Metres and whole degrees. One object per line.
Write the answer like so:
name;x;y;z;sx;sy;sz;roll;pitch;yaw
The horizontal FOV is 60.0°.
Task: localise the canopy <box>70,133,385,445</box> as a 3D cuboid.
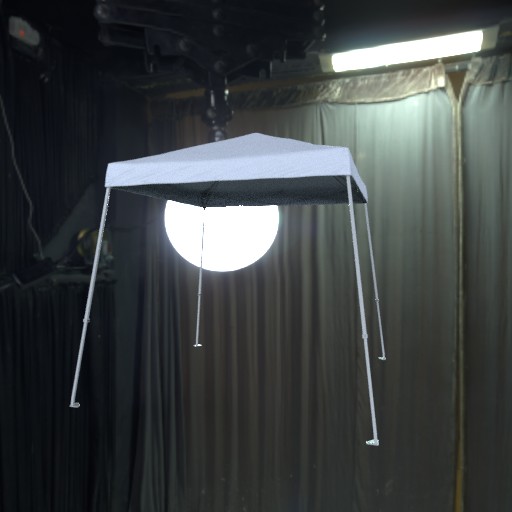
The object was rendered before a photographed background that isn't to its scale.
canopy;0.000;0.000;6.512;3.600;3.600;3.599;0;1;17
